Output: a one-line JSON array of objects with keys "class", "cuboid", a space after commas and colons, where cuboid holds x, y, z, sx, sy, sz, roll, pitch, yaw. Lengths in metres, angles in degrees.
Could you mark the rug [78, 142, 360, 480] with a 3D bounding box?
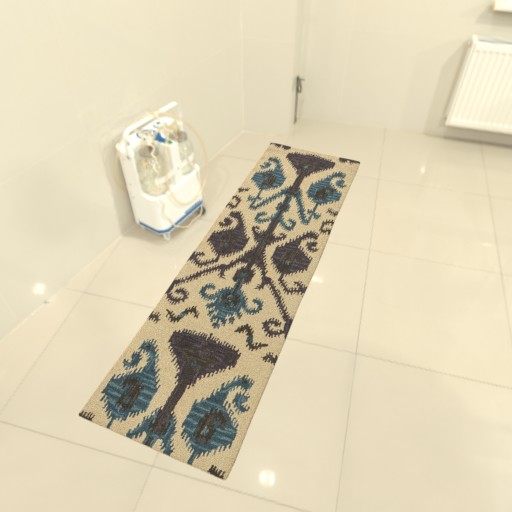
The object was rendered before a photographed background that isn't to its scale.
[{"class": "rug", "cuboid": [0.000, 0.000, 2.516, 0.692, 0.017, 2.301, 16, 48, 15]}]
